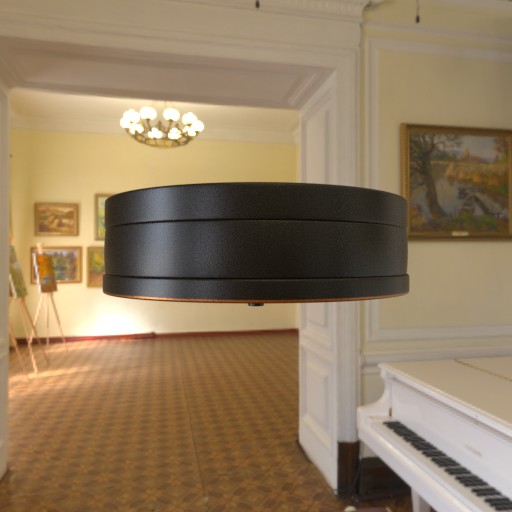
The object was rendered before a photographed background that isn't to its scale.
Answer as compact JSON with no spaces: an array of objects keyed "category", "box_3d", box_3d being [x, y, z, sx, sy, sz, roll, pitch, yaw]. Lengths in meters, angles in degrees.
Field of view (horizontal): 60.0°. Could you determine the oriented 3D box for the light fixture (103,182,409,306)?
[{"category":"light fixture","box_3d":[0.000,0.000,0.433,0.283,0.097,0.283,0,0,0]}]
